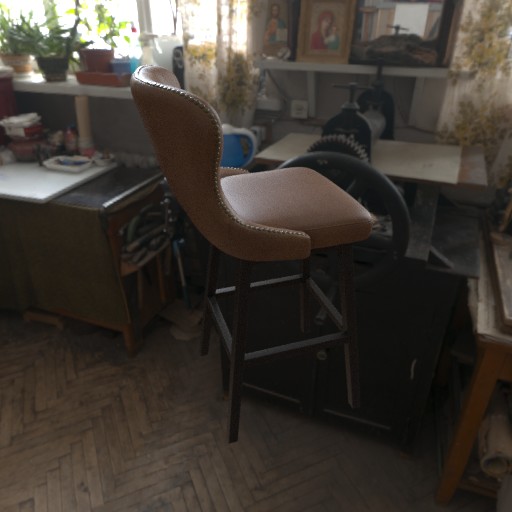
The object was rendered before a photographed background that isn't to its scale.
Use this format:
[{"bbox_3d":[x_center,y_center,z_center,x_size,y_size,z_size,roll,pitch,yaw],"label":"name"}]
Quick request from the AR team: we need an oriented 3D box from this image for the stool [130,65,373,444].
[{"bbox_3d":[0.000,0.000,1.340,0.601,1.050,0.528,-9,31,-16],"label":"stool"}]
